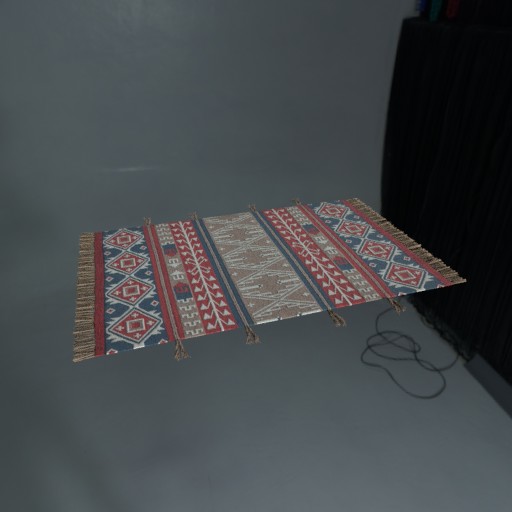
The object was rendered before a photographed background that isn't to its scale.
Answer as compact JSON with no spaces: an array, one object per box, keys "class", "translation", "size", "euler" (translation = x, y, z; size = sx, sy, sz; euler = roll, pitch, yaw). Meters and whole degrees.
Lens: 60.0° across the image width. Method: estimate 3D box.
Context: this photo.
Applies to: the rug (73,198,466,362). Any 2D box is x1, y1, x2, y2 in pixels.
[{"class":"rug","translation":[0.000,0.000,2.630],"size":[2.025,0.040,1.469],"euler":[-9,31,-15]}]
